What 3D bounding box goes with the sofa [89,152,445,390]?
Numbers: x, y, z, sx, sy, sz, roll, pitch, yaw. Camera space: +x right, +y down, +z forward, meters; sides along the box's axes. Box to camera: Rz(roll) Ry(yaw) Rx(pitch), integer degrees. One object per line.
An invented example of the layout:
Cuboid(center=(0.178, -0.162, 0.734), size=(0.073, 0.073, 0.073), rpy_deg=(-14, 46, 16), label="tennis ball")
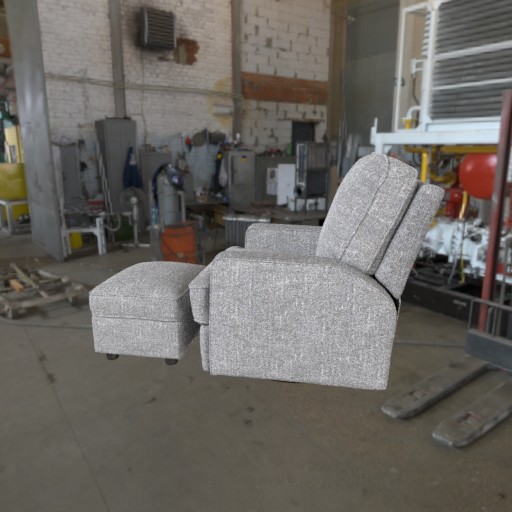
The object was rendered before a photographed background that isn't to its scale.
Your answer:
Cuboid(center=(0.000, 0.000, 2.103), size=(1.472, 0.959, 0.861), rpy_deg=(2, 14, 10), label="sofa")
